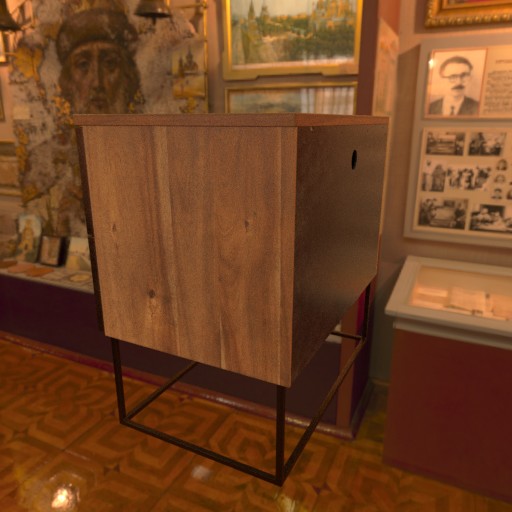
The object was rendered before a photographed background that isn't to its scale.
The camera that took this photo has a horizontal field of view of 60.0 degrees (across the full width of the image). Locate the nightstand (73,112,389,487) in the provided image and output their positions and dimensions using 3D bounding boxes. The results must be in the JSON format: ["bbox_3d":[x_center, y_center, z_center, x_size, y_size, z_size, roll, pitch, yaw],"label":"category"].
[{"bbox_3d":[0.000,0.000,1.013,0.427,0.611,0.605,9,19,26],"label":"nightstand"}]
